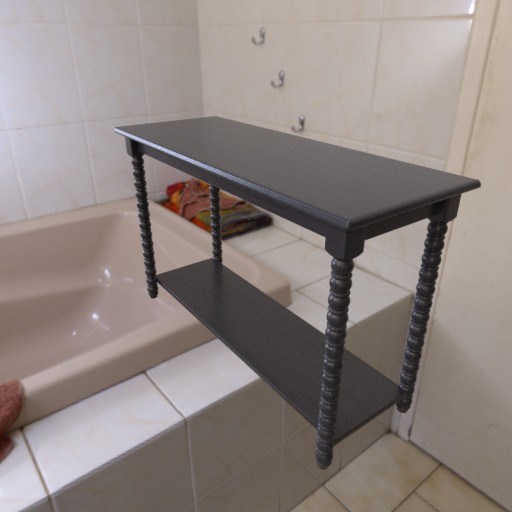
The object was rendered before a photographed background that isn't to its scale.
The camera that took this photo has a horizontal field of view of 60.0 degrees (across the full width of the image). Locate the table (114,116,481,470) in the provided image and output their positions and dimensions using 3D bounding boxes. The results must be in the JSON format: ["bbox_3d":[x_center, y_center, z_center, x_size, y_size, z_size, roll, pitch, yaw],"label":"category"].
[{"bbox_3d":[0.000,0.000,1.506,0.459,0.735,1.184,-18,31,-32],"label":"table"}]
